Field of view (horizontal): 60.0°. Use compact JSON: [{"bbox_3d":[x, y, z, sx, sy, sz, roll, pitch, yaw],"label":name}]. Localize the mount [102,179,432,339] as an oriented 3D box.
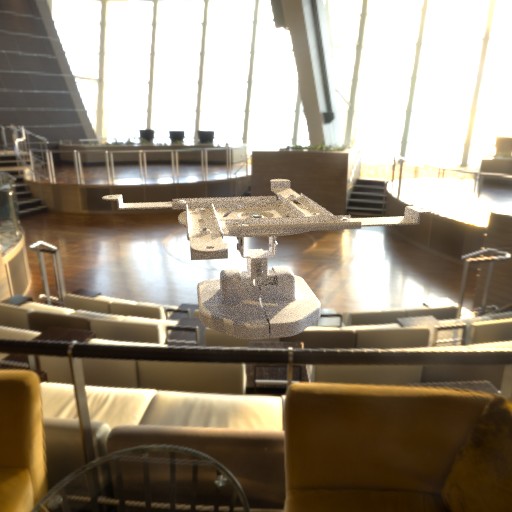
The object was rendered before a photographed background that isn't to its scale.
[{"bbox_3d":[0.000,0.000,0.579,0.394,0.141,0.394,-3,18,-9],"label":"mount"}]
